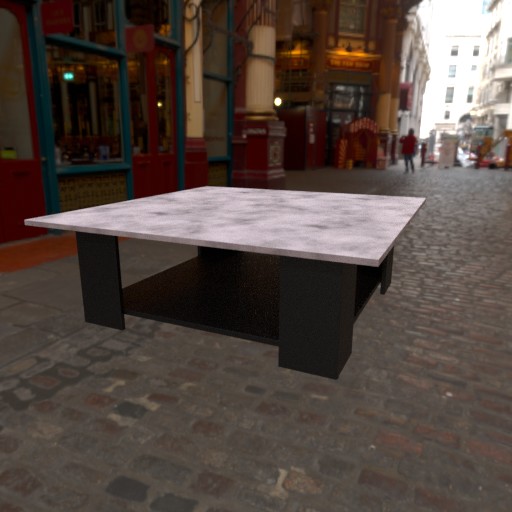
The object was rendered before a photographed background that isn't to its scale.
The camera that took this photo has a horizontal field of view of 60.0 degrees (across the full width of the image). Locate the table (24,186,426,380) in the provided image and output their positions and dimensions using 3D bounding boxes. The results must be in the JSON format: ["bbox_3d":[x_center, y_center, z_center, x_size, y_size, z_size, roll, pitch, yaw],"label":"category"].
[{"bbox_3d":[0.000,0.000,1.377,0.890,0.305,0.890,7,16,24],"label":"table"}]
